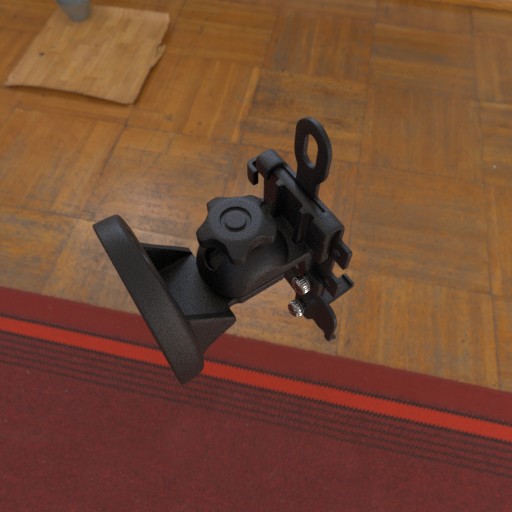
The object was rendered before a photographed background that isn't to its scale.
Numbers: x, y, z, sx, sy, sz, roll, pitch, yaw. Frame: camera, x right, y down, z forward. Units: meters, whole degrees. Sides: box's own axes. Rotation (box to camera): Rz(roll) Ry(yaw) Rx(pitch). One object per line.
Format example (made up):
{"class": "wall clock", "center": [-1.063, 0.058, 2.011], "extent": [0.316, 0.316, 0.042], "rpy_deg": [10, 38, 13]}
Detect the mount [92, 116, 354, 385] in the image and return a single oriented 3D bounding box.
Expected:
{"class": "mount", "center": [0.000, 0.000, 0.180], "extent": [0.100, 0.118, 0.066], "rpy_deg": [-29, 63, -16]}
